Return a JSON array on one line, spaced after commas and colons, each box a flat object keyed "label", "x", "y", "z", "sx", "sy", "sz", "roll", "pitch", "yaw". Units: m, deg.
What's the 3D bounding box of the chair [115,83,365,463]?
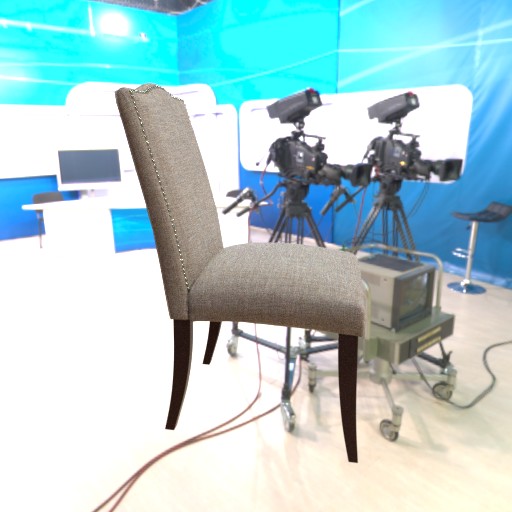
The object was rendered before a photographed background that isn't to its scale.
[{"label": "chair", "x": 0.000, "y": 0.000, "z": 1.379, "sx": 0.660, "sy": 1.016, "sz": 0.513, "roll": 3, "pitch": 16, "yaw": 10}]
